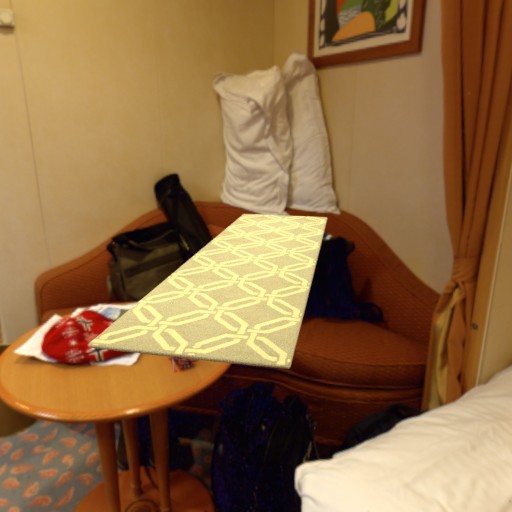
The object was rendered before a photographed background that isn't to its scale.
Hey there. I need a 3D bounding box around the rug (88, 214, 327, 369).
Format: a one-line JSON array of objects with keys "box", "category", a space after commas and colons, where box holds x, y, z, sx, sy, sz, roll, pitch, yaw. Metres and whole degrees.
[{"box": [0.000, 0.000, 2.471, 0.678, 0.014, 2.276, 3, 17, 11], "category": "rug"}]
